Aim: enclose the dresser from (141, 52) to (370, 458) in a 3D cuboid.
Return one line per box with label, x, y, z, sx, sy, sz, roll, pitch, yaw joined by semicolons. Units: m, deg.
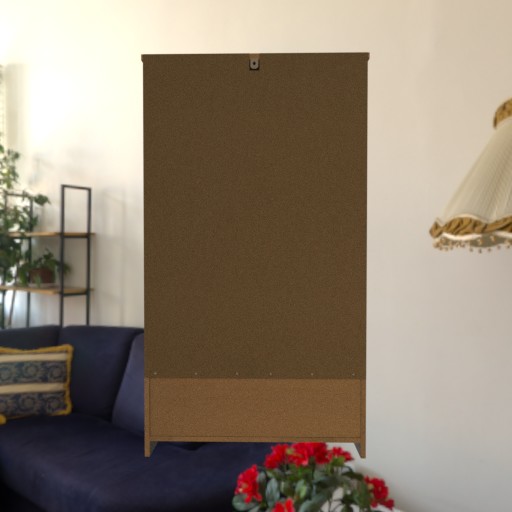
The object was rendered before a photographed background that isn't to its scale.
dresser;0.000;0.000;1.571;0.704;1.255;0.399;0;1;1
